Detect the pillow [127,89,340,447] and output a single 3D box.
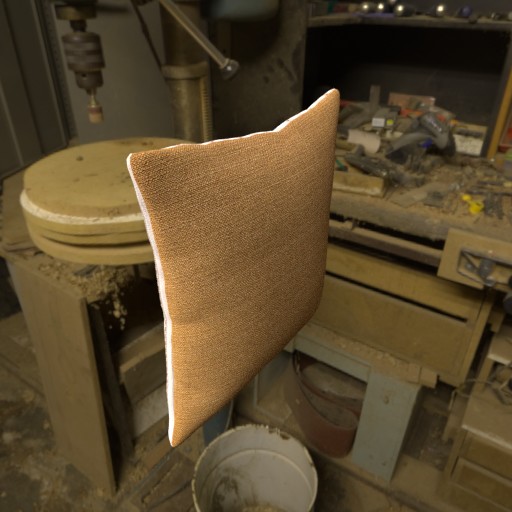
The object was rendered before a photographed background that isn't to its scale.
[{"bbox_3d":[0.000,0.000,0.682,0.147,0.437,0.432,20,36,29],"label":"pillow"}]
